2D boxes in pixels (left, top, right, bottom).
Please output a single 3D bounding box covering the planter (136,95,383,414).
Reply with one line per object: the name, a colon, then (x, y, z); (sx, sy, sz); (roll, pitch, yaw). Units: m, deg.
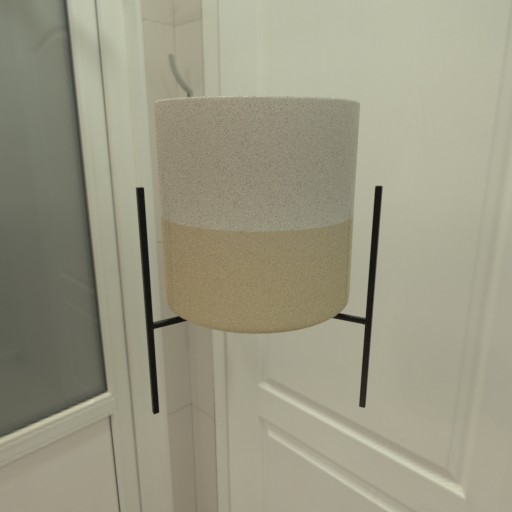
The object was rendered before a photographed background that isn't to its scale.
planter: (0.000, 0.000, 0.548); (0.267, 0.362, 0.263); (-15, 22, -43)
